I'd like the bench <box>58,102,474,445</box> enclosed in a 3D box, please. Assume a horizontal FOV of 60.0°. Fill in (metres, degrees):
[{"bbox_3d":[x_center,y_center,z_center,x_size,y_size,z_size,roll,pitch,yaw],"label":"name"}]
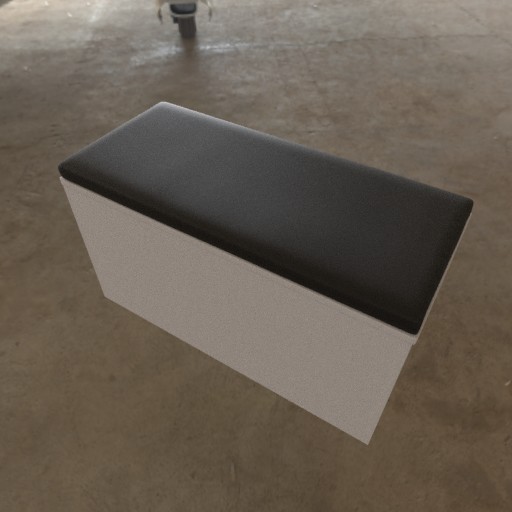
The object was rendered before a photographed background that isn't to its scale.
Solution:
[{"bbox_3d":[0.000,0.000,1.191,0.899,0.500,0.401,24,50,22],"label":"bench"}]
